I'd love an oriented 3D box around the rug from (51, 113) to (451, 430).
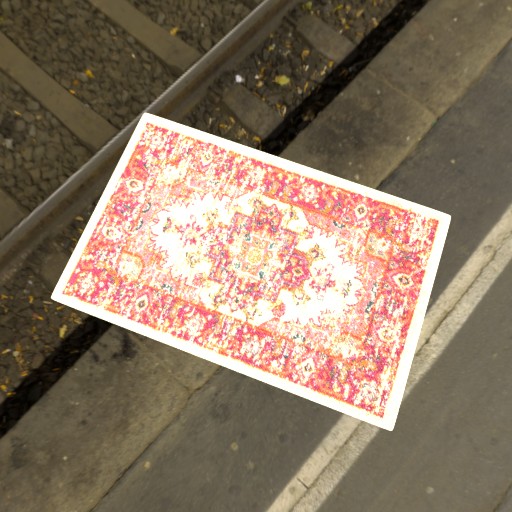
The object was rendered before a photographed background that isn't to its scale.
[{"bbox_3d":[0.000,0.000,1.113,0.868,0.004,0.556,20,75,5],"label":"rug"}]
